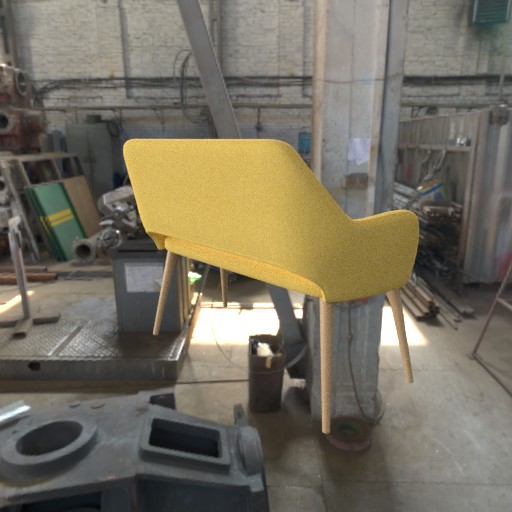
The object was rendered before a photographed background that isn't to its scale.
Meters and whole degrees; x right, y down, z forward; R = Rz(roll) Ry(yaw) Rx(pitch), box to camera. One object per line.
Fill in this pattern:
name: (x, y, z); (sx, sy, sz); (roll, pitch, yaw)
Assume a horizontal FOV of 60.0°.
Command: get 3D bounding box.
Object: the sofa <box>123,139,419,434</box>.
sofa: (0.000, 0.000, 1.645); (0.610, 0.840, 1.150); (-14, 20, -42)
